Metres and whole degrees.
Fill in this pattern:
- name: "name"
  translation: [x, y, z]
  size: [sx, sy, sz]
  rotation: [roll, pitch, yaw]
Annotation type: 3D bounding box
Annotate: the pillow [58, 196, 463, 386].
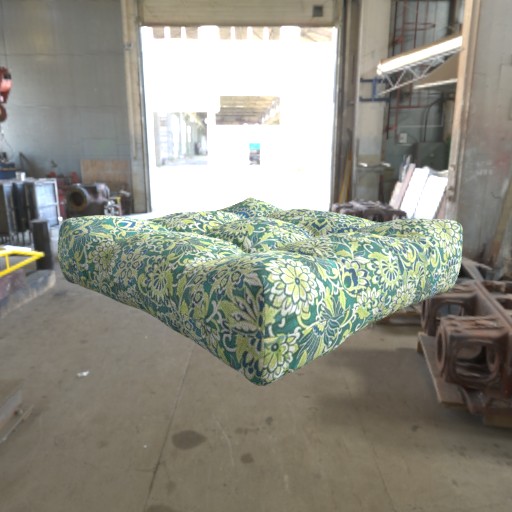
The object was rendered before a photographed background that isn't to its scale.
- name: "pillow"
  translation: [0.000, 0.000, 0.714]
  size: [0.468, 0.128, 0.490]
  rotation: [-13, 19, -43]
